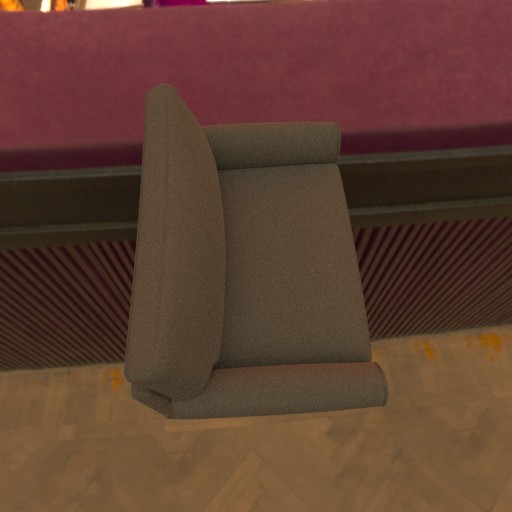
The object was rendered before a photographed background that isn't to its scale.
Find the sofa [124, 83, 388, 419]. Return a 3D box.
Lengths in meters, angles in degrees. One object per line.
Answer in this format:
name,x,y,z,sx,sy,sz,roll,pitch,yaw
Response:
sofa,0.000,0.000,2.039,0.940,0.953,1.410,-3,63,-1
